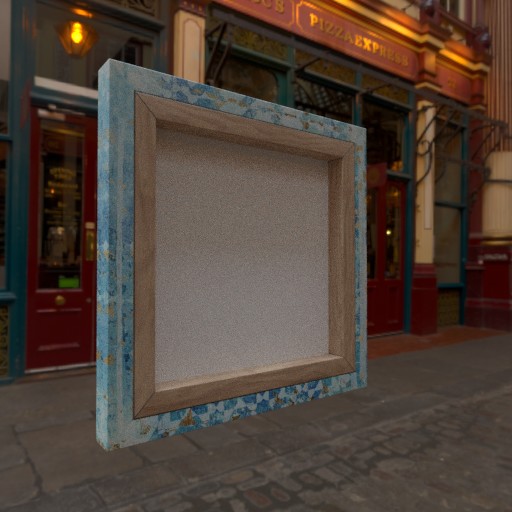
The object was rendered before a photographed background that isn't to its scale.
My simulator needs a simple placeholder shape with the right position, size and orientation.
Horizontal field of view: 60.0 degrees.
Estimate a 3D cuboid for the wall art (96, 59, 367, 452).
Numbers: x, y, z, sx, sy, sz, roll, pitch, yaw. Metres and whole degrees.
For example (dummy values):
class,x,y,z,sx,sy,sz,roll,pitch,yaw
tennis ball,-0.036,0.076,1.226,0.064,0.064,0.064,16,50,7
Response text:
class,x,y,z,sx,sy,sz,roll,pitch,yaw
wall art,0.000,0.000,0.590,0.405,0.405,0.037,1,-1,-36
